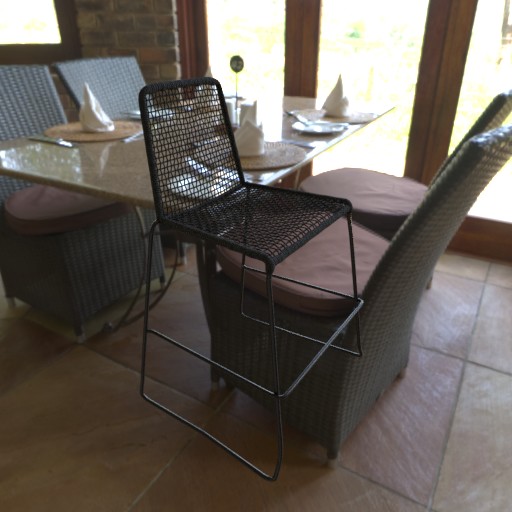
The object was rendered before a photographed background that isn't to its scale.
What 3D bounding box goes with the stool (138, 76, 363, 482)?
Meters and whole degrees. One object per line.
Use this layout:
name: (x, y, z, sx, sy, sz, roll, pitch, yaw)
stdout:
stool: (0.000, 0.000, 1.248, 0.509, 0.905, 0.590, 17, 31, 30)
